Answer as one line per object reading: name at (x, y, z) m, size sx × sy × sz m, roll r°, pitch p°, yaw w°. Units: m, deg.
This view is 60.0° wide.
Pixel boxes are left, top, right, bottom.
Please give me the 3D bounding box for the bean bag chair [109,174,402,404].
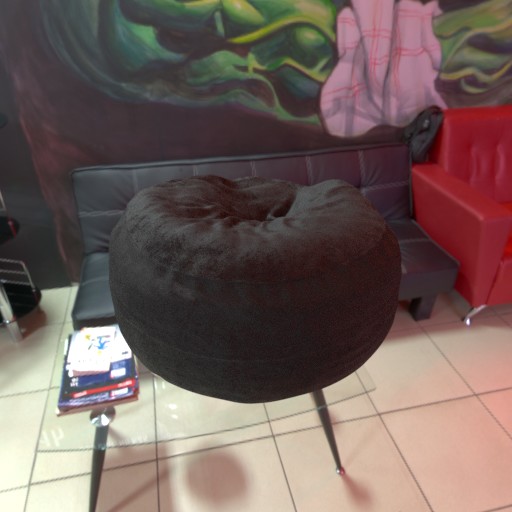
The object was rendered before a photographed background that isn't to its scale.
bean bag chair at (0.000, 0.000, 2.395) m, size 1.525 × 0.751 × 1.525 m, roll 0°, pitch 32°, yaw 0°
